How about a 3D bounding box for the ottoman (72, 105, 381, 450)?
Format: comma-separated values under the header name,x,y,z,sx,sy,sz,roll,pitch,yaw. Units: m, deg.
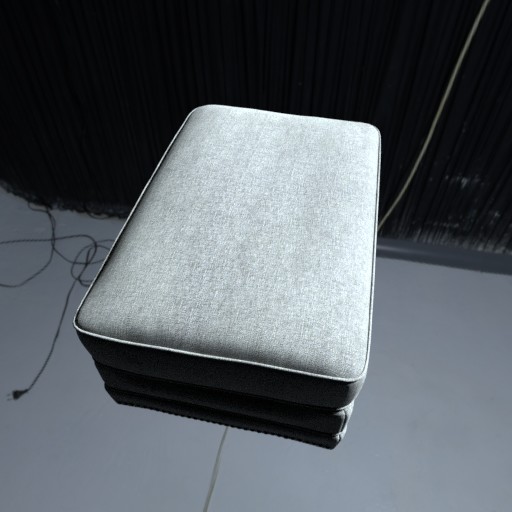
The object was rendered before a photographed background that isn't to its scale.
name,x,y,z,sx,sy,sz,roll,pitch,yaw
ottoman,0.000,0.000,1.147,0.561,0.457,0.813,9,48,8
